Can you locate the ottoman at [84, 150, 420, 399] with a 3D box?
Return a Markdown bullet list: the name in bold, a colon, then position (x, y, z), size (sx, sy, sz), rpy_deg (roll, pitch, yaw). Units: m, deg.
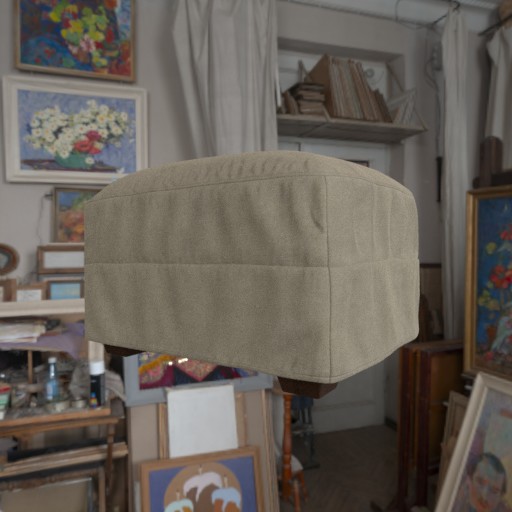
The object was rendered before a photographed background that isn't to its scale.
- **ottoman**: position (0.000, 0.000, 1.119), size (0.712, 0.480, 0.584), rpy_deg (1, 2, 34)
